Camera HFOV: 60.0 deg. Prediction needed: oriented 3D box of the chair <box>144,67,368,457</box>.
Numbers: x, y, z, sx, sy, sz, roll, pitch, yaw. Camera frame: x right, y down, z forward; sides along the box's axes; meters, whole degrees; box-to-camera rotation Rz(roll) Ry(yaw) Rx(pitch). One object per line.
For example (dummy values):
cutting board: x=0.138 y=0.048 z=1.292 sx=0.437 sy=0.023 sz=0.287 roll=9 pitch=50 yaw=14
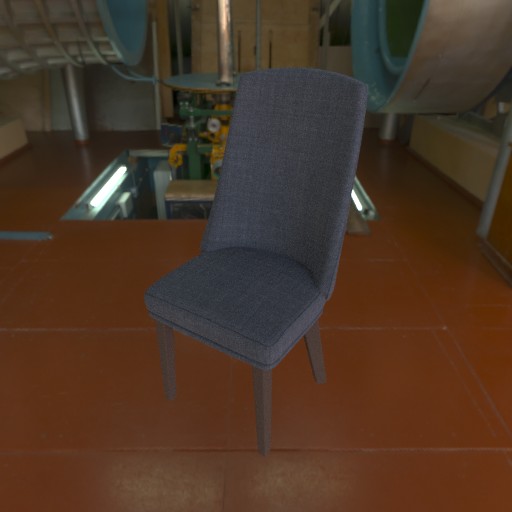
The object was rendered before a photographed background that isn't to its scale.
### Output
chair: x=0.000 y=0.000 z=1.400 sx=0.510 sy=1.050 sz=0.577 roll=18 pitch=34 yaw=29
